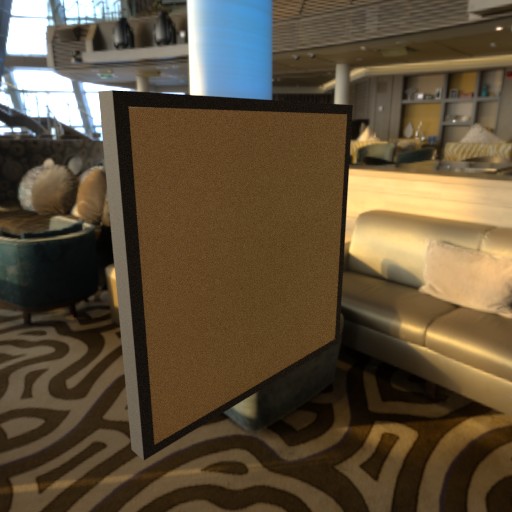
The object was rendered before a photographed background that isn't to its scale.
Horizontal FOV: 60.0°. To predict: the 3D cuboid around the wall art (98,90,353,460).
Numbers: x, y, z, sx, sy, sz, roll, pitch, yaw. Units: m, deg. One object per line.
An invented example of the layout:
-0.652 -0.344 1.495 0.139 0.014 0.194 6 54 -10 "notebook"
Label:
0.000 0.000 0.762 0.033 0.507 0.508 15 22 41 "wall art"
